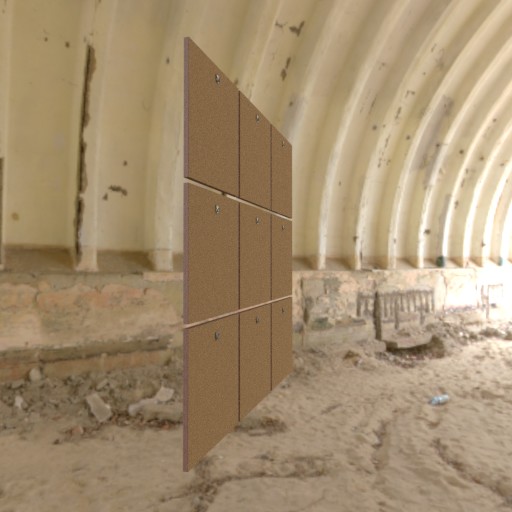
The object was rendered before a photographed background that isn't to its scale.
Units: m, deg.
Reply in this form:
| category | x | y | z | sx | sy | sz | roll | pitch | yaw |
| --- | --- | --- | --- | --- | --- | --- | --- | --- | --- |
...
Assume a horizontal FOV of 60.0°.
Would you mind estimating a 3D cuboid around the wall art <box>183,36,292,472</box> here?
| category | x | y | z | sx | sy | sz | roll | pitch | yaw |
| --- | --- | --- | --- | --- | --- | --- | --- | --- | --- |
| wall art | 0.000 | 0.000 | 1.819 | 0.024 | 1.218 | 1.221 | 0 | -1 | 18 |
